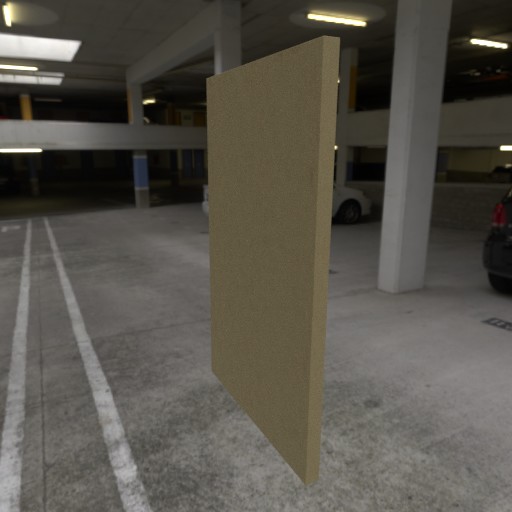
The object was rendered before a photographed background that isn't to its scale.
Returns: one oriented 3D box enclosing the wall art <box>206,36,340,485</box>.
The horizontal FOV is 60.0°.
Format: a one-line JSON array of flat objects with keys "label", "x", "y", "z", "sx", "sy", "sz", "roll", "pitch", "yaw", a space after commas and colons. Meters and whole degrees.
[{"label": "wall art", "x": 0.000, "y": 0.000, "z": 1.000, "sx": 0.039, "sy": 0.810, "sz": 0.510, "roll": -7, "pitch": 16, "yaw": -26}]
